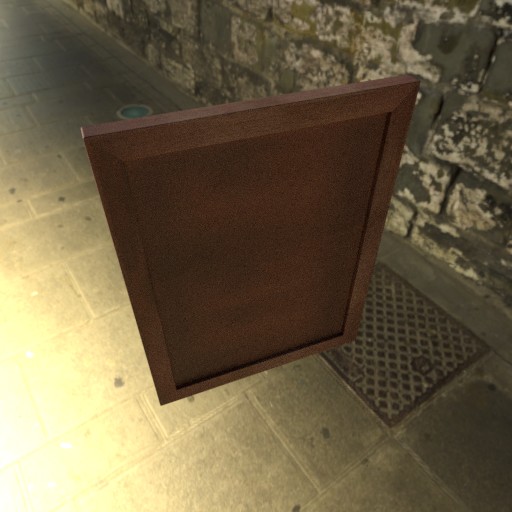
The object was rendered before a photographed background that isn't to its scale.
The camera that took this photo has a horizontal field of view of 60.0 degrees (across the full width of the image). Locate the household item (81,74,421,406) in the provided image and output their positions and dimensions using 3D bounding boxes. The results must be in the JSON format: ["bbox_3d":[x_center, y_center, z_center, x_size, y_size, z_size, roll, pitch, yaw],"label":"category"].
[{"bbox_3d":[0.000,0.000,0.540,0.310,0.407,0.067,-15,45,-15],"label":"household item"}]
